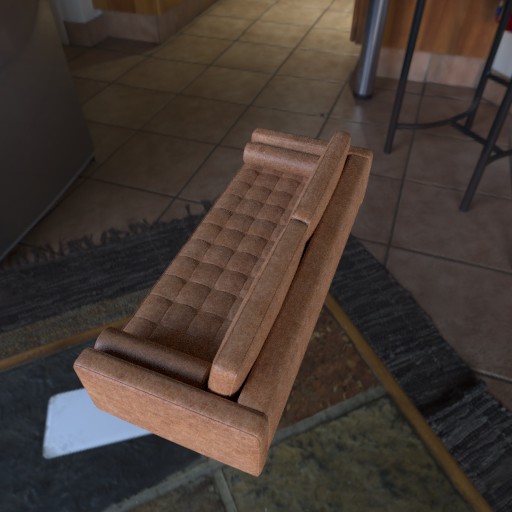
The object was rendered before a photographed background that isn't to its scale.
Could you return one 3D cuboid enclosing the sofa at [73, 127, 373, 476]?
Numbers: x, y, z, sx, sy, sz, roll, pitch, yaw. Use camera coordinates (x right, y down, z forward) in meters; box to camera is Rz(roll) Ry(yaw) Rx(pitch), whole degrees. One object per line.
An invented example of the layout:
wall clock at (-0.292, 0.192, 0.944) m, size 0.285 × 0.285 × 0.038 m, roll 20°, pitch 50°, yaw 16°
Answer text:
sofa at (0.000, 0.000, 2.661) m, size 0.919 × 0.770 × 2.200 m, roll 16°, pitch 48°, yaw 15°
